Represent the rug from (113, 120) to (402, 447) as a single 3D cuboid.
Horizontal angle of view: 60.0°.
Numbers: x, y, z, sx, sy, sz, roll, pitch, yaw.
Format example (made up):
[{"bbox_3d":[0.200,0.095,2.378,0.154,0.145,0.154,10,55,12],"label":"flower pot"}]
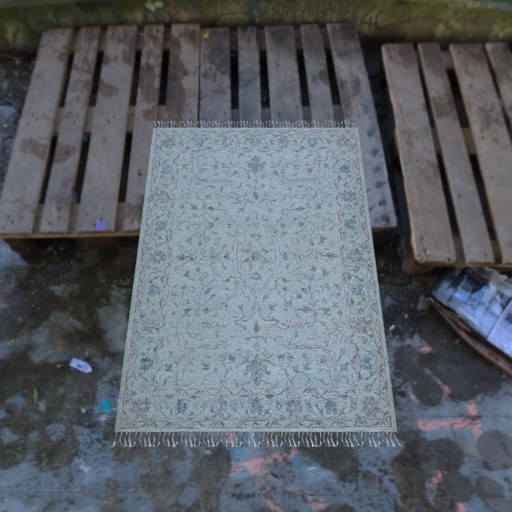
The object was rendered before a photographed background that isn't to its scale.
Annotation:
[{"bbox_3d":[0.000,0.000,2.274,1.247,0.008,1.802,0,64,0],"label":"rug"}]
